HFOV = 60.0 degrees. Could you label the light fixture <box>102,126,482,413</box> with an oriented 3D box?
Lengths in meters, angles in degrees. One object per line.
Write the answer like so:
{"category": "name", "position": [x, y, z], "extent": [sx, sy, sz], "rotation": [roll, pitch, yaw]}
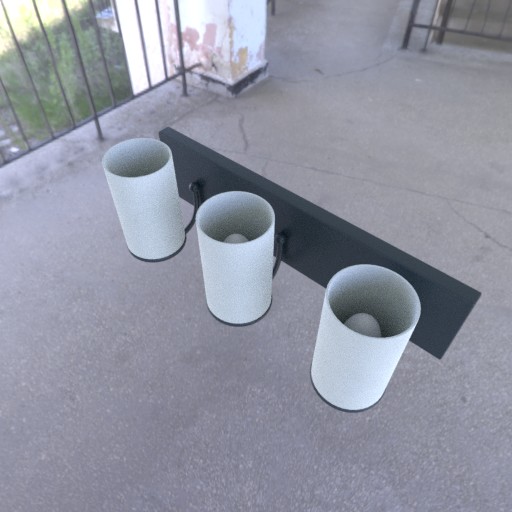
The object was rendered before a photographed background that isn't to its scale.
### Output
{"category": "light fixture", "position": [0.000, 0.000, 0.525], "extent": [0.451, 0.172, 0.145], "rotation": [33, 56, 26]}
